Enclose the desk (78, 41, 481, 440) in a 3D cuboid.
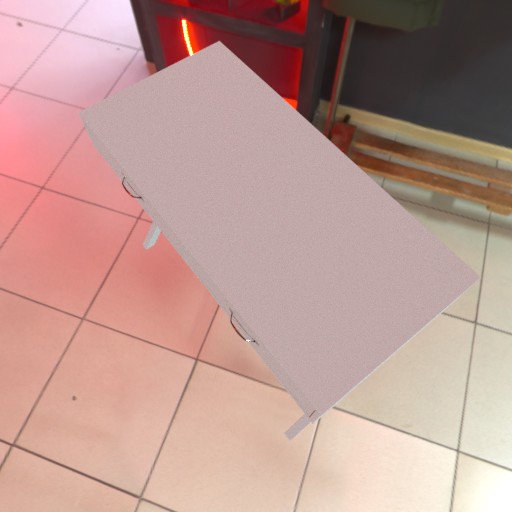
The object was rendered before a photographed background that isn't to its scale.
[{"bbox_3d":[0.000,0.000,1.510,0.525,0.780,1.057,-35,68,-16],"label":"desk"}]
